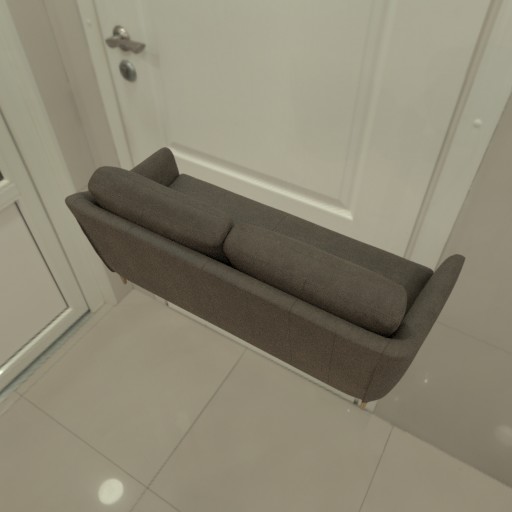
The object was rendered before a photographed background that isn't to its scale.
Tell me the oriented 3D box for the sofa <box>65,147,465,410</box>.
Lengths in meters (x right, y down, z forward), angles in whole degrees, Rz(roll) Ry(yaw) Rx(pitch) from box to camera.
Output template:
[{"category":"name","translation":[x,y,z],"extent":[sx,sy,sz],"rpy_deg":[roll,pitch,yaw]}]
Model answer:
[{"category":"sofa","translation":[0.000,0.000,2.517],"extent":[2.036,0.902,0.960],"rpy_deg":[24,51,21]}]
